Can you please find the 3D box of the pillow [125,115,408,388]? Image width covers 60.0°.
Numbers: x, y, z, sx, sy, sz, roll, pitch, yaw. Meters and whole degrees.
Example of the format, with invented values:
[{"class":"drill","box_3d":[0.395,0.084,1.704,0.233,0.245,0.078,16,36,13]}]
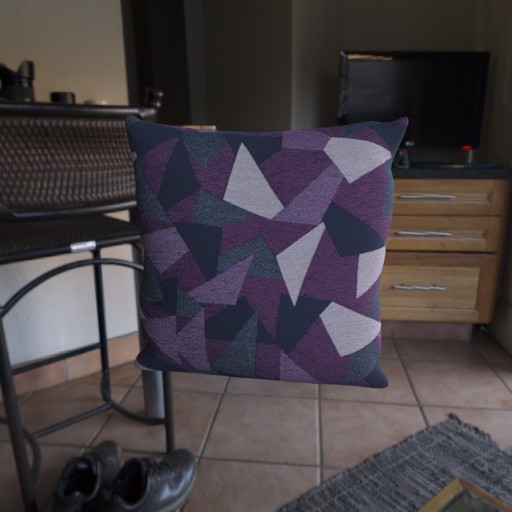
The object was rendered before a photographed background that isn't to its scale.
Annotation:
[{"class":"pillow","box_3d":[0.000,0.000,0.808,0.503,0.496,0.208,2,14,9]}]
